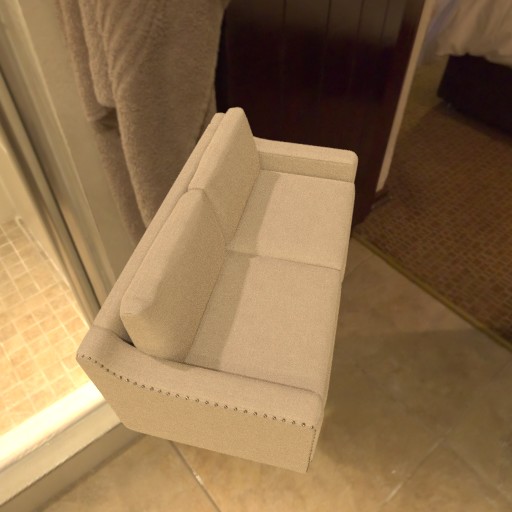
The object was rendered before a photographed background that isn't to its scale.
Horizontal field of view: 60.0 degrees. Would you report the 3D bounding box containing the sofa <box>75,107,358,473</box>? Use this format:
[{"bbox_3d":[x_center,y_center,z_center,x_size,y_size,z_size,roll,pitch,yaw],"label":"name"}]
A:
[{"bbox_3d":[0.000,0.000,2.736,1.104,0.983,2.107,10,48,9],"label":"sofa"}]
